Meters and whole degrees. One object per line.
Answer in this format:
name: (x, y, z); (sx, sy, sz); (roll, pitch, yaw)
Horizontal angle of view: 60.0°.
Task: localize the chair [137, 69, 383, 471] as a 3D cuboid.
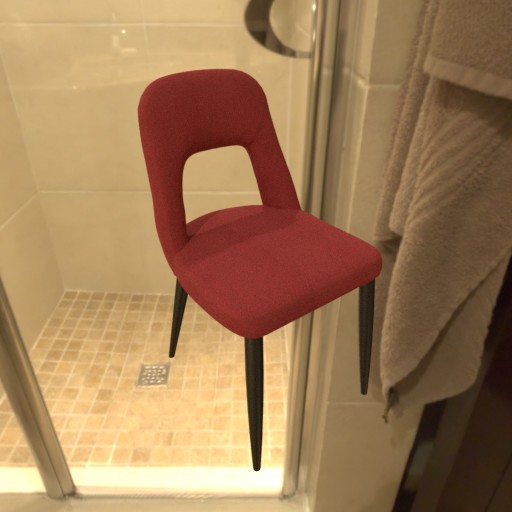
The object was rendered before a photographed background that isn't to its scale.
chair: (0.000, 0.000, 1.219); (0.483, 0.892, 0.569); (-21, 37, -31)
